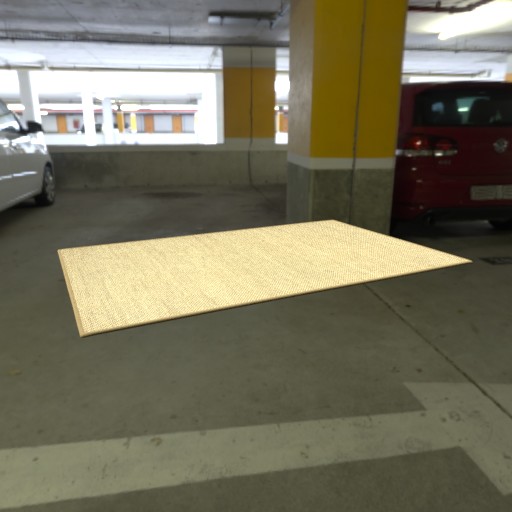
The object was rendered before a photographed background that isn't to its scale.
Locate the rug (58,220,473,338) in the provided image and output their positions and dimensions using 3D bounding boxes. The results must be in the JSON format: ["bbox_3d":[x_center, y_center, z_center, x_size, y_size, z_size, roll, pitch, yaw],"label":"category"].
[{"bbox_3d":[0.000,0.000,2.095,1.667,0.013,1.062,-8,18,-26],"label":"rug"}]
